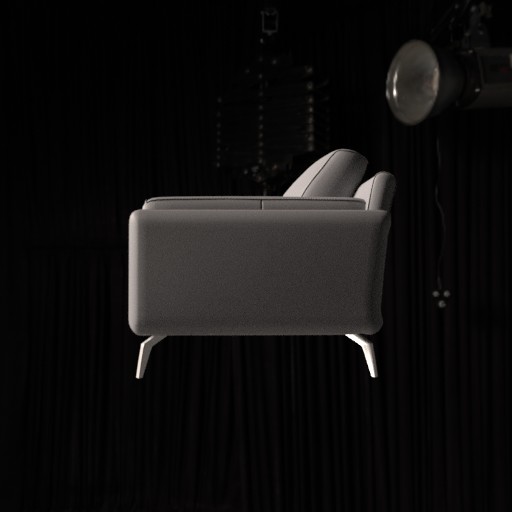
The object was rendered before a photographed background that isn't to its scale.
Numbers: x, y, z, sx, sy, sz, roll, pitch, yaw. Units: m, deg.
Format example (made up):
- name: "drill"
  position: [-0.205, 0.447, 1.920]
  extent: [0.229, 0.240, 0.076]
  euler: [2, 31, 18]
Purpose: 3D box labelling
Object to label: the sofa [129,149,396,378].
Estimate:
- name: "sofa"
  position: [0.000, 0.000, 2.599]
  extent: [0.969, 0.900, 2.100]
  euler: [0, -1, -2]
